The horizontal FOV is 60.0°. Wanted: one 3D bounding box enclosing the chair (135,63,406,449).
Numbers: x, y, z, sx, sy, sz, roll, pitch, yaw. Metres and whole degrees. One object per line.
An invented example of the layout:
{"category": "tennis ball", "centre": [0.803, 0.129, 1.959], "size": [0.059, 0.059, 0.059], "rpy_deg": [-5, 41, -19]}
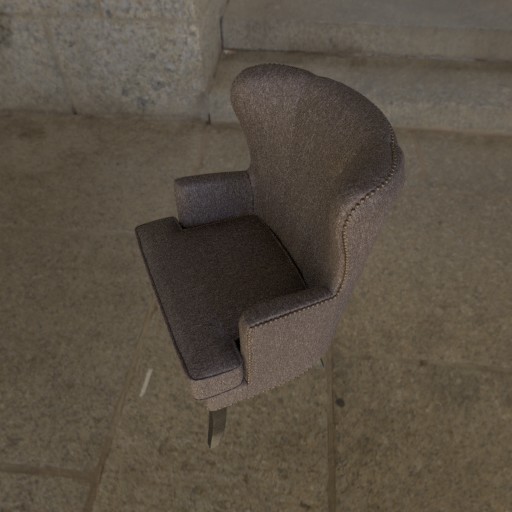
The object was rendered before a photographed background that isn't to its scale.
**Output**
{"category": "chair", "centre": [0.000, 0.000, 1.591], "size": [0.758, 1.060, 0.759], "rpy_deg": [-18, 49, -16]}
